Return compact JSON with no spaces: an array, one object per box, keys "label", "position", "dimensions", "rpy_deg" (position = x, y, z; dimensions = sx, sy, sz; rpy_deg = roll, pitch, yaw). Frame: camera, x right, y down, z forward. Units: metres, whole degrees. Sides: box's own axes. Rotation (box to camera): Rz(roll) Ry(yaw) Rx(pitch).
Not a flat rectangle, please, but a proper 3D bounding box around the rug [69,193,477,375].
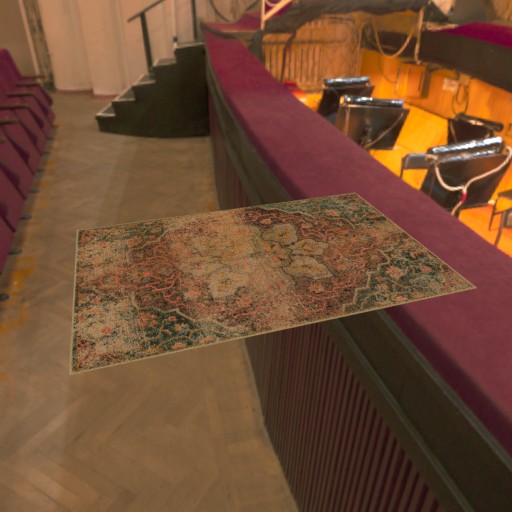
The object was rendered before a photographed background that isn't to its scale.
[{"label":"rug","position":[0.000,0.000,3.012],"dimensions":[2.363,0.004,1.566],"rpy_deg":[-9,32,-14]}]
